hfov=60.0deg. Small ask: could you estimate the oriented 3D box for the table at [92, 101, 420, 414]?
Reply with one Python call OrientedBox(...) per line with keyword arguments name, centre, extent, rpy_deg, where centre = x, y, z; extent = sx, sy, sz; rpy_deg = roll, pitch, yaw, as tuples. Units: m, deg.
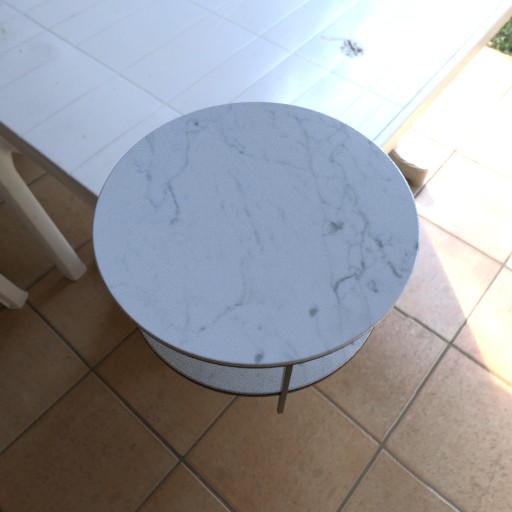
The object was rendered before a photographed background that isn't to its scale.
OrientedBox(name="table", centre=(0.000, 0.000, 1.287), extent=(0.800, 0.450, 0.800), rpy_deg=(0, 58, 0))
